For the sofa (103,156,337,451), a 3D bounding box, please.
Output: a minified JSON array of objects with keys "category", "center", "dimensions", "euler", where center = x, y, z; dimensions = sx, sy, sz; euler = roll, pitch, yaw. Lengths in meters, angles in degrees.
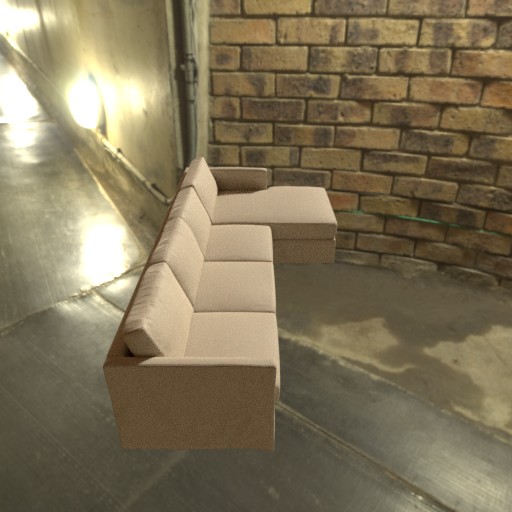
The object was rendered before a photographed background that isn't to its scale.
[{"category":"sofa","center":[0.000,0.000,3.829],"dimensions":[1.622,0.871,3.206],"euler":[0,30,0]}]
